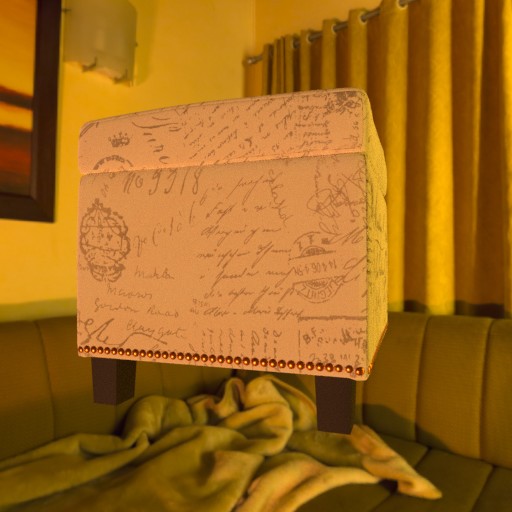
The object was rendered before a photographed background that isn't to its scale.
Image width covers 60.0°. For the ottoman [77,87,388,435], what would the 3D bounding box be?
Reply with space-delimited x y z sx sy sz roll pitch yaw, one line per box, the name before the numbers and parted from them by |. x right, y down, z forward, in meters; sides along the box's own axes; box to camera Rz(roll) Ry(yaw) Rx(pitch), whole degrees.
ottoman | 0.000 0.000 0.817 0.449 0.457 0.450 0 -1 19
